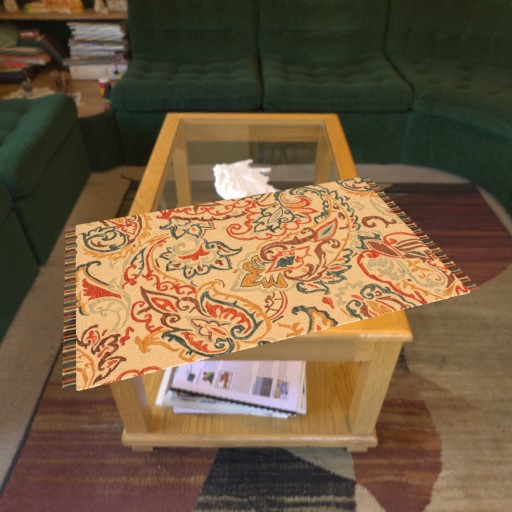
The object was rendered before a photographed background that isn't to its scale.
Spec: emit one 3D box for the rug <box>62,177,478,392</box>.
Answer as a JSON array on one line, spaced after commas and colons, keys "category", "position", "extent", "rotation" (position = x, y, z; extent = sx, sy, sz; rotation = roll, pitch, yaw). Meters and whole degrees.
[{"category": "rug", "position": [0.000, 0.000, 3.147], "extent": [2.584, 0.010, 1.523], "rotation": [-11, 42, -13]}]
